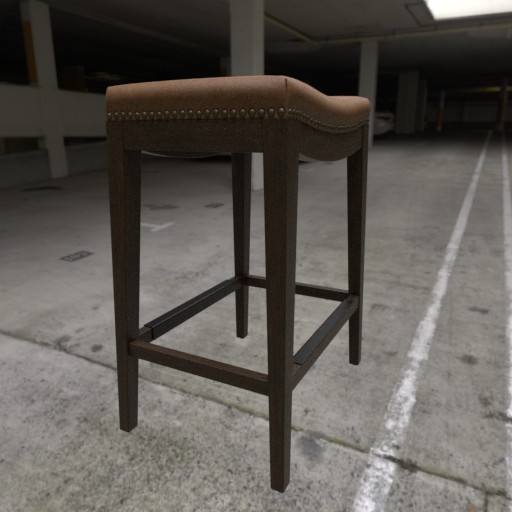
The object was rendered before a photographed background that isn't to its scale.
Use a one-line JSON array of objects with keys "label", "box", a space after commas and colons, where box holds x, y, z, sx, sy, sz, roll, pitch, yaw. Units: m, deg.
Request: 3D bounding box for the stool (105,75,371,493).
[{"label": "stool", "box": [0.000, 0.000, 0.941, 0.361, 0.660, 0.500, 8, 17, 26]}]
